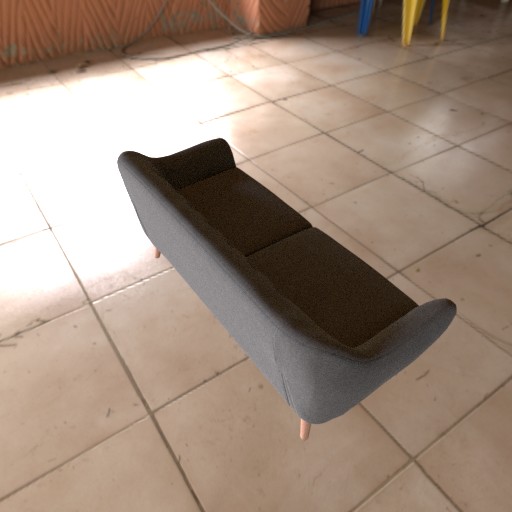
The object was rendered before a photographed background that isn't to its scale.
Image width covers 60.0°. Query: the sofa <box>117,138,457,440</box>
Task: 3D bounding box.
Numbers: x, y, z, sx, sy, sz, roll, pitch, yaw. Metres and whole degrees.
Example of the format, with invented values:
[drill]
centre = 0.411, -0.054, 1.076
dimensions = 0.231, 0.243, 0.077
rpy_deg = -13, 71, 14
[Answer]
[sofa]
centre = 0.000, 0.000, 2.305
dimensions = 0.820, 0.820, 1.840
rpy_deg = -25, 48, -26
